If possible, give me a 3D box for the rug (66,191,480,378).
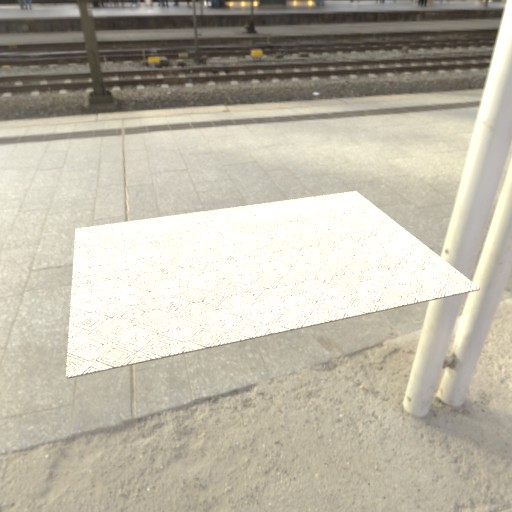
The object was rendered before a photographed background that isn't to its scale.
[{"bbox_3d":[0.000,0.000,2.277,1.783,0.008,1.175,-9,33,-15],"label":"rug"}]
